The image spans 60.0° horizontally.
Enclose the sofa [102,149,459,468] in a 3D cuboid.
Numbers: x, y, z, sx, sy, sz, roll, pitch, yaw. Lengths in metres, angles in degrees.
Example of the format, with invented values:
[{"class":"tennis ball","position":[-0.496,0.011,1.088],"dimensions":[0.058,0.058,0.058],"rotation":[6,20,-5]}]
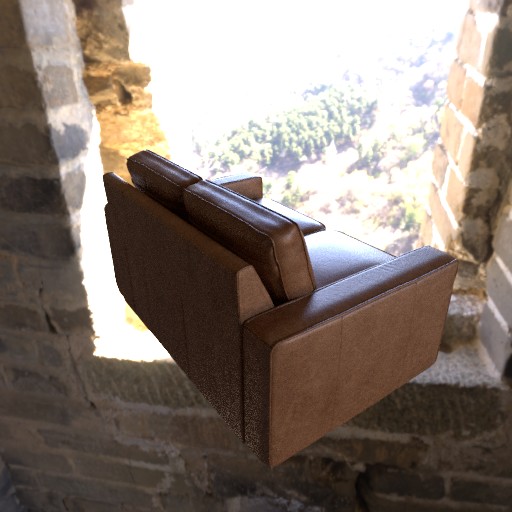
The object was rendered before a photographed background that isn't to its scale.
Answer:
[{"class":"sofa","position":[0.000,0.000,2.162],"dimensions":[1.020,0.896,1.532],"rotation":[-18,32,-31]}]
